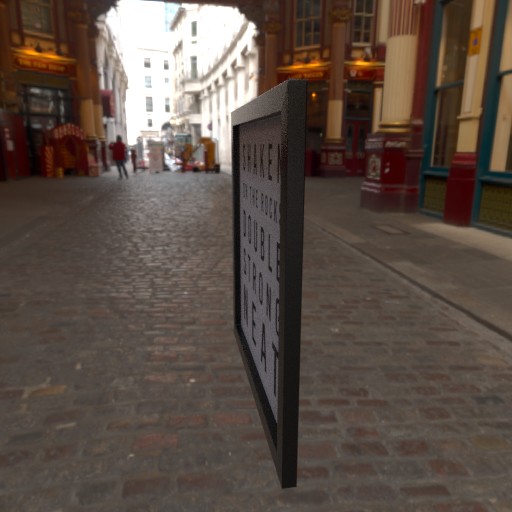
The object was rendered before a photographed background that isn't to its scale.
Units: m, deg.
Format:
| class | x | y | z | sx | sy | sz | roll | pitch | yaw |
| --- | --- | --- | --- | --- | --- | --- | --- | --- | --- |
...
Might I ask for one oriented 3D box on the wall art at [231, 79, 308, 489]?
| class | x | y | z | sx | sy | sz | roll | pitch | yaw |
| --- | --- | --- | --- | --- | --- | --- | --- | --- | --- |
| wall art | 0.000 | 0.000 | 0.528 | 0.014 | 0.349 | 0.349 | -2 | 14 | -10 |
